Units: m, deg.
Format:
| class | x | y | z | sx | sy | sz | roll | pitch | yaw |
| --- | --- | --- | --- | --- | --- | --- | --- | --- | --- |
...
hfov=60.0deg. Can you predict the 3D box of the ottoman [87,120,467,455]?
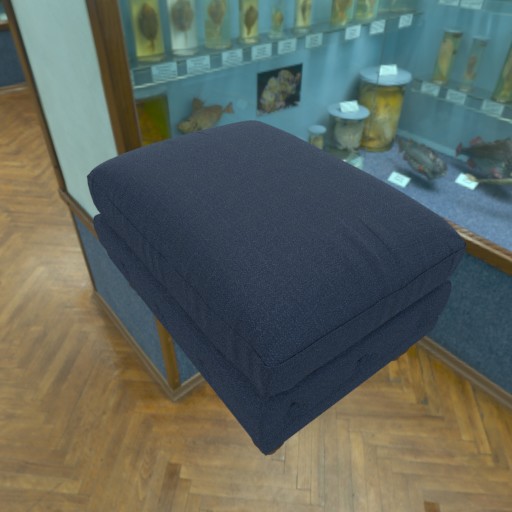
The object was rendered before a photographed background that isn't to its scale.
| class | x | y | z | sx | sy | sz | roll | pitch | yaw |
| --- | --- | --- | --- | --- | --- | --- | --- | --- | --- |
| ottoman | 0.000 | 0.000 | 1.118 | 0.558 | 0.486 | 0.767 | -26 | 46 | -28 |
